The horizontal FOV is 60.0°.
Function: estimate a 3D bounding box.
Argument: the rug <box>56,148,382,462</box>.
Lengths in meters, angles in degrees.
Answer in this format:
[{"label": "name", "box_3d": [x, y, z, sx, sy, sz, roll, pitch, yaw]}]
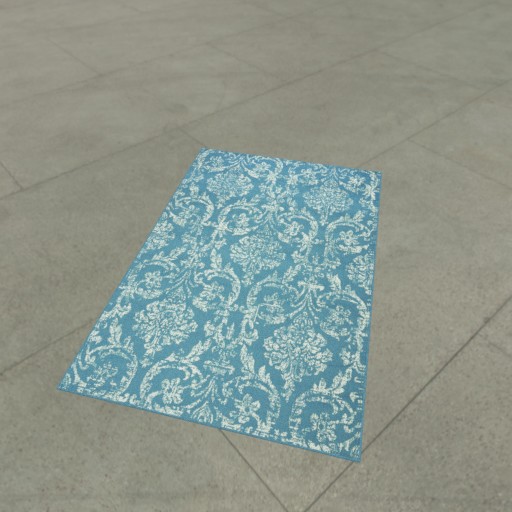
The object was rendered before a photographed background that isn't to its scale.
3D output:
[{"label": "rug", "box_3d": [0.000, 0.000, 3.456, 1.816, 0.018, 2.746, 10, 46, 9]}]
